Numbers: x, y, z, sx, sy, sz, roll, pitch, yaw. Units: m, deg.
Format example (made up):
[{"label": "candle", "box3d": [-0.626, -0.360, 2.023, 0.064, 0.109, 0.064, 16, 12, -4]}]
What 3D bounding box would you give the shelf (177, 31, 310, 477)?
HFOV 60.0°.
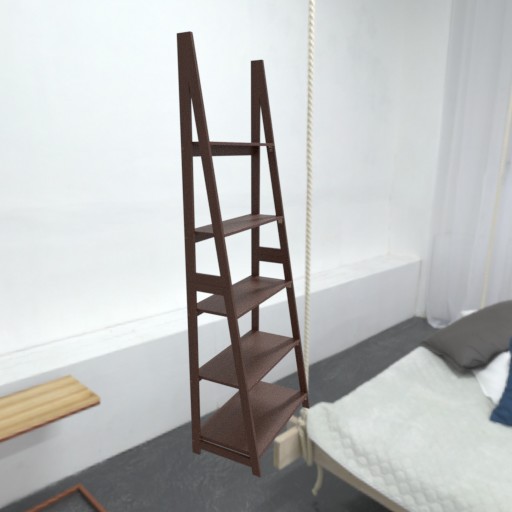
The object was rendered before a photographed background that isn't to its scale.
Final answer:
[{"label": "shelf", "box3d": [0.000, 0.000, 2.012, 0.350, 1.770, 0.600, 7, 15, 27]}]
